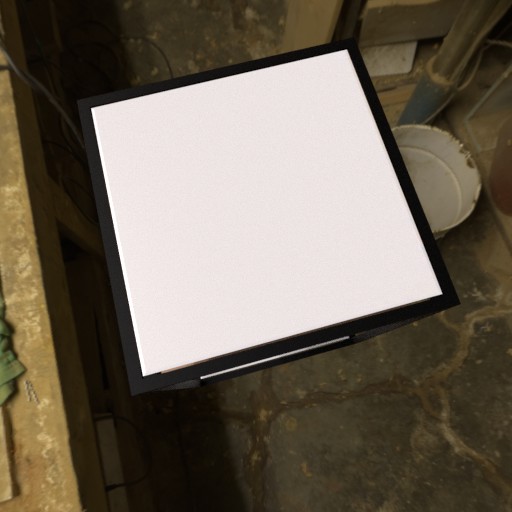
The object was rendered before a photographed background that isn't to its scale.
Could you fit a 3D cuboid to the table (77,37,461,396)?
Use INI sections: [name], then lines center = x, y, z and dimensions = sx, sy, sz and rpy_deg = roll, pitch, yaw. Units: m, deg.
[table]
center = 0.000, 0.000, 0.796
dimensions = 0.378, 0.540, 0.378
rpy_deg = -15, 75, -4
